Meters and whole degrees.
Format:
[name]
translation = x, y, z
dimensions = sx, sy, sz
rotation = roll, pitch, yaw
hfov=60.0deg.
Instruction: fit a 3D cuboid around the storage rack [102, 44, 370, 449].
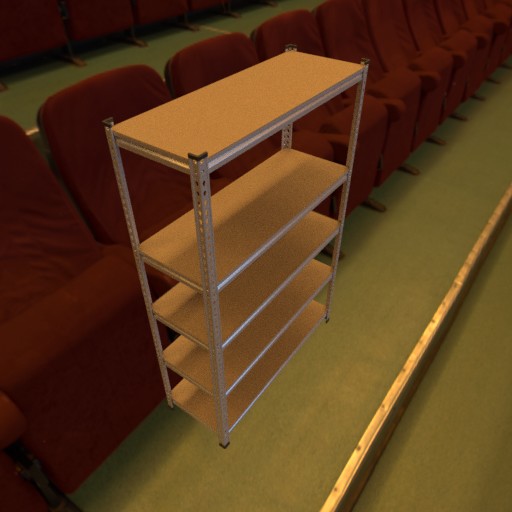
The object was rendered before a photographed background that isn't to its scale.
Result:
[storage rack]
translation = 0.000, 0.000, 2.414
dimensions = 0.457, 1.829, 1.219
rotation = 25, 46, 27
